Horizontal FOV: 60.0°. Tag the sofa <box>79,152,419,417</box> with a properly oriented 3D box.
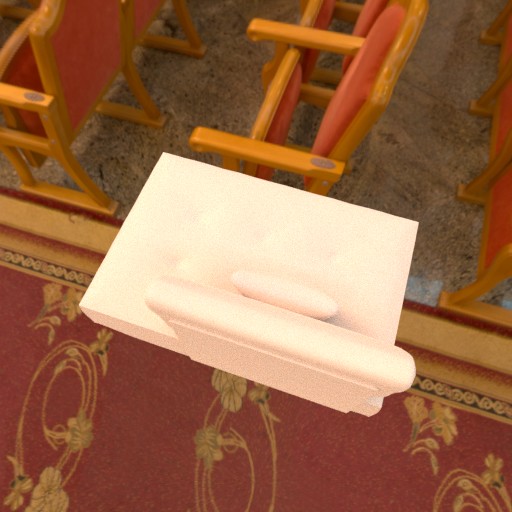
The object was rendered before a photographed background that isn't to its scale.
[{"bbox_3d":[0.000,0.000,2.106,1.450,0.820,1.000,17,64,8],"label":"sofa"}]
